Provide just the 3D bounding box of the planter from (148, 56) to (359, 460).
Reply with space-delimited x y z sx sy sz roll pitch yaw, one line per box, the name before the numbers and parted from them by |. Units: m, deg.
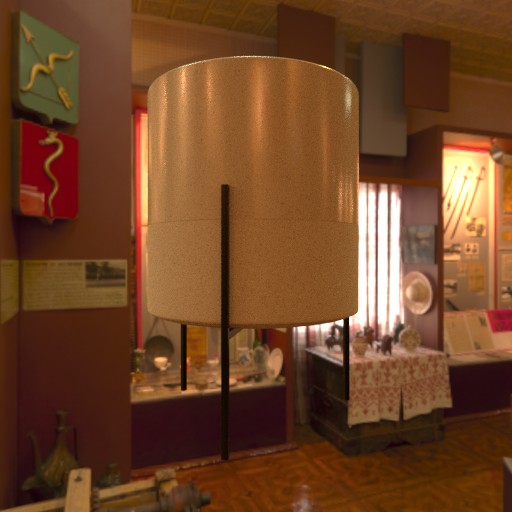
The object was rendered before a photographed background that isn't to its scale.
planter | 0.000 0.000 0.679 0.323 0.475 0.314 0 0 -19
